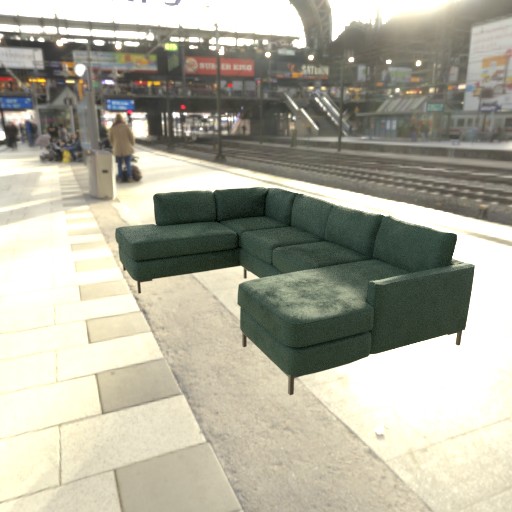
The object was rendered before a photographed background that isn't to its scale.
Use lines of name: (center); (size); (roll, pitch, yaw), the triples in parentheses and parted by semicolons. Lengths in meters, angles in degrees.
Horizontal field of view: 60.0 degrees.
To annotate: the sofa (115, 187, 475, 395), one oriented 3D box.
sofa: (0.000, 0.000, 3.957); (1.992, 0.861, 2.994); (-8, 18, -25)
